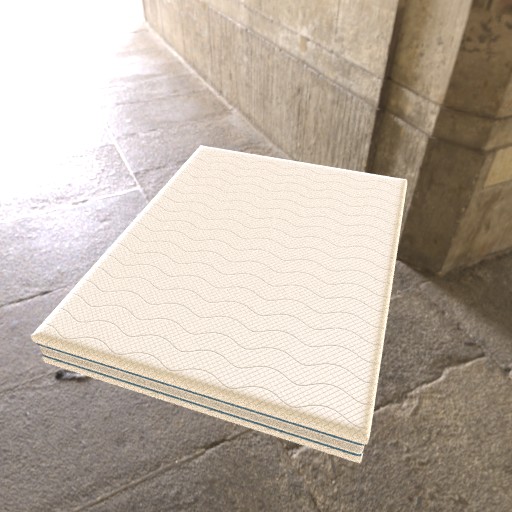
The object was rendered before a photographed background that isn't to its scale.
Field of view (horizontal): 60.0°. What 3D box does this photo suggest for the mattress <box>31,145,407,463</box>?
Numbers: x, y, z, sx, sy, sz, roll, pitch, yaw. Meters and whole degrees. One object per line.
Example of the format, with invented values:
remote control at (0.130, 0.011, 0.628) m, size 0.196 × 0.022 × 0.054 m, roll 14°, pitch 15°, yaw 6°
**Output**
mattress at (0.000, 0.000, 2.693) m, size 1.600 × 0.230 × 2.000 m, roll 13°, pitch 43°, yaw 14°
